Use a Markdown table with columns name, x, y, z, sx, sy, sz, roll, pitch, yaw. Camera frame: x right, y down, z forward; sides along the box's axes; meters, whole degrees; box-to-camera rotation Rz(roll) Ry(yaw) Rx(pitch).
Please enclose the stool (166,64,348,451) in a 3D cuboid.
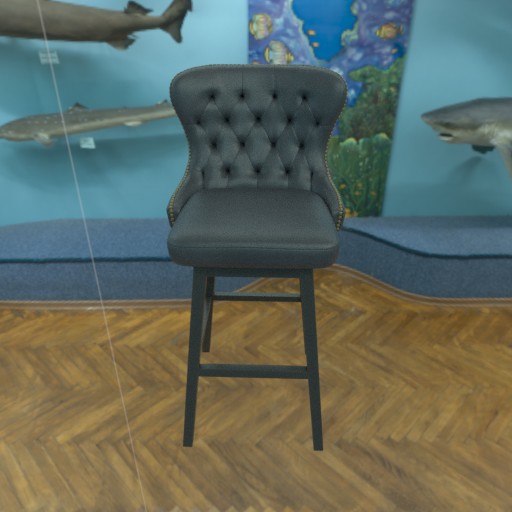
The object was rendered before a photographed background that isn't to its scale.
| name | x | y | z | sx | sy | sz | roll | pitch | yaw |
| --- | --- | --- | --- | --- | --- | --- | --- | --- | --- |
| stool | 0.000 | 0.000 | 1.388 | 0.528 | 1.050 | 0.601 | 1 | 30 | 2 |
